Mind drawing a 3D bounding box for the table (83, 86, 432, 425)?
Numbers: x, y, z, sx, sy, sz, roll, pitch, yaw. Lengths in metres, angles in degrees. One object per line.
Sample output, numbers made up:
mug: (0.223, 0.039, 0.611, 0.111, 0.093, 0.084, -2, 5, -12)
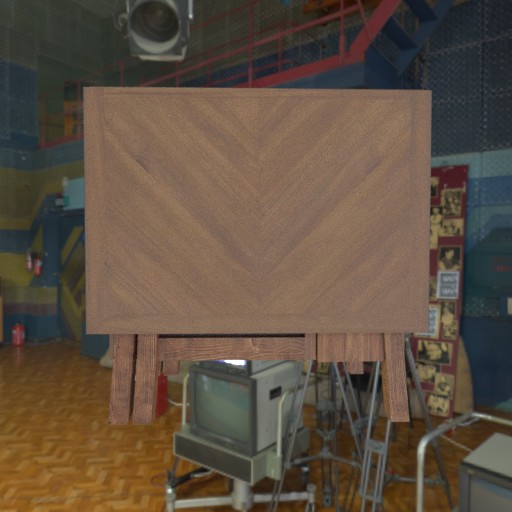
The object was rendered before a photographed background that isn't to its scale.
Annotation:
table: (0.000, 0.000, 1.585, 0.967, 0.981, 0.701, 0, 1, -1)
